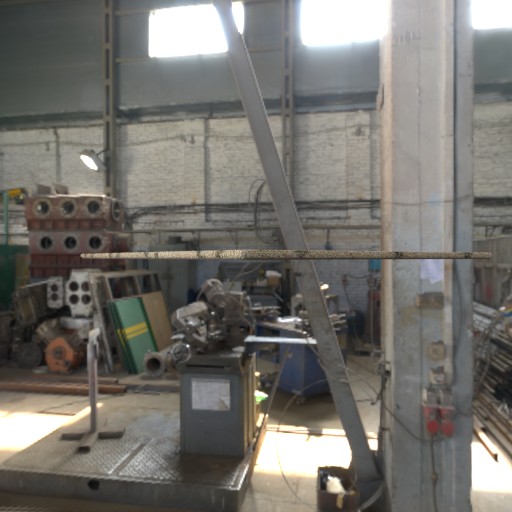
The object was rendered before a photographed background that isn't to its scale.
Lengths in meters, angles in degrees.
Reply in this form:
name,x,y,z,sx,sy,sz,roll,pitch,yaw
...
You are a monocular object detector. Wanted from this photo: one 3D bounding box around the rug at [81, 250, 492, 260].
name,x,y,z,sx,sy,sz,roll,pitch,yaw
rug,0.000,0.000,2.080,1.200,0.025,1.600,0,0,-35
